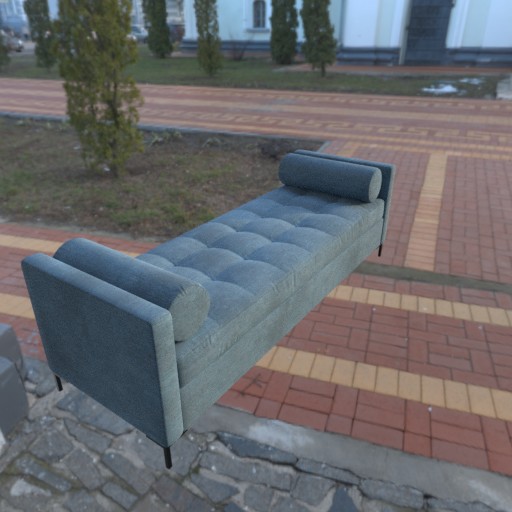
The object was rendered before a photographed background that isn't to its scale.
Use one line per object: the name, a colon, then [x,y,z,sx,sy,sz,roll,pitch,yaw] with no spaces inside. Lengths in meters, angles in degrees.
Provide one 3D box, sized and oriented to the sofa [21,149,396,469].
sofa: [0.000,0.000,2.260,0.686,0.635,1.981,18,32,31]
